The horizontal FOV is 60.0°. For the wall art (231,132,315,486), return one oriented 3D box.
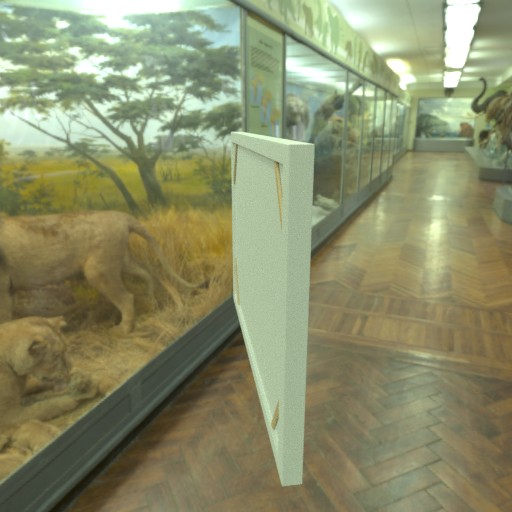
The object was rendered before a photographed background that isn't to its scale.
[{"bbox_3d":[0.000,0.000,1.161,0.038,0.609,0.914,-2,17,-8],"label":"wall art"}]
